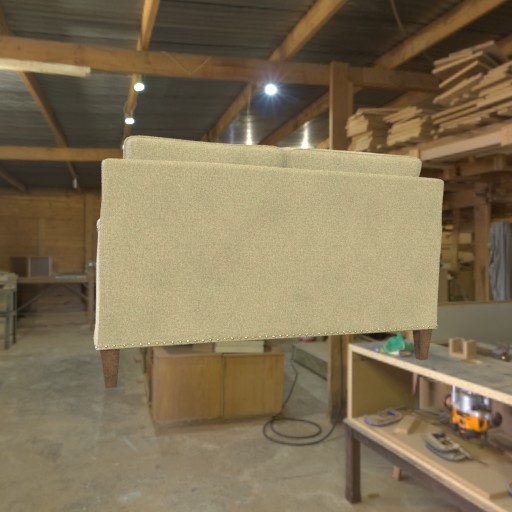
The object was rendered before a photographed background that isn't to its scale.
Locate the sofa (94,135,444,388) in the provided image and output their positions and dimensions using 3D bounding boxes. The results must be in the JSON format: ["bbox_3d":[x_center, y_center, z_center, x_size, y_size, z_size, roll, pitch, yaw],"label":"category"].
[{"bbox_3d":[0.000,0.000,2.327,1.597,1.003,1.084,0,0,-18],"label":"sofa"}]
